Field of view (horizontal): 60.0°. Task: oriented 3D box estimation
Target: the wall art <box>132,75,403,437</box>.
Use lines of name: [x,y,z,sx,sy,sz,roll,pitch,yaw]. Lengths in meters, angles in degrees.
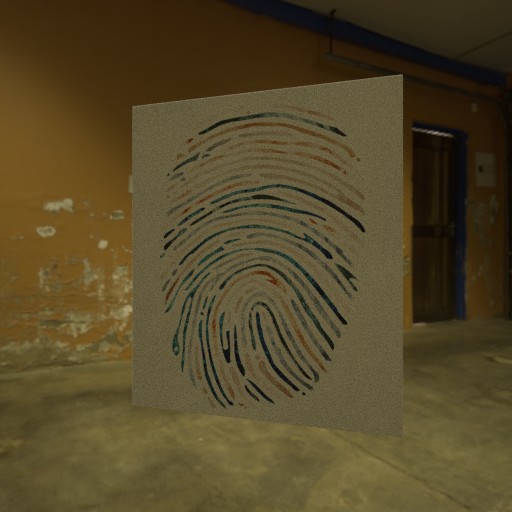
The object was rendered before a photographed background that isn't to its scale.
wall art: [0.000,0.000,0.969,0.609,0.710,0.021,0,0,18]
